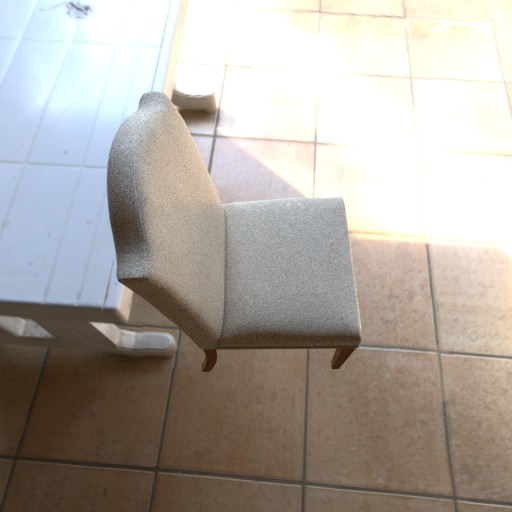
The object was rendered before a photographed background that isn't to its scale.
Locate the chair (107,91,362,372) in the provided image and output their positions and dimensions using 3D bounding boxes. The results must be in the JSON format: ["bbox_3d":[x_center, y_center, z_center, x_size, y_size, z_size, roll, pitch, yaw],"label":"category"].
[{"bbox_3d":[0.000,0.000,1.401,0.648,1.012,0.534,-1,63,0],"label":"chair"}]
